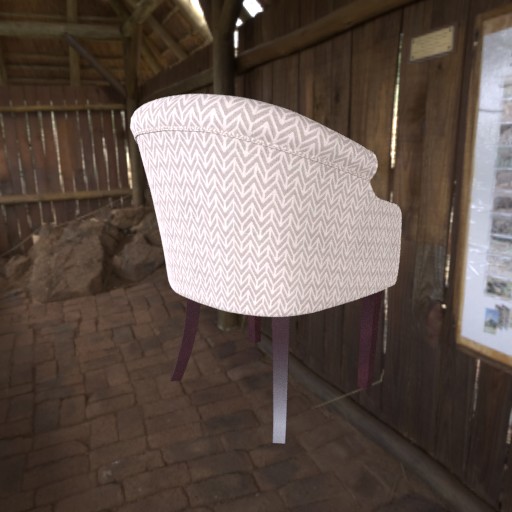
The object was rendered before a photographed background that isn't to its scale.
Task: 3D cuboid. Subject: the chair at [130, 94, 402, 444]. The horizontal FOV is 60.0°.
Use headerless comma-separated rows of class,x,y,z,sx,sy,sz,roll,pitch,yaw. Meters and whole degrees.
chair,0.000,0.000,1.311,0.686,0.858,0.613,13,18,43
